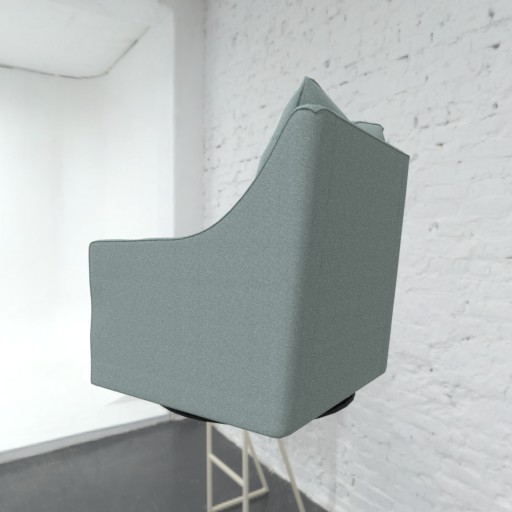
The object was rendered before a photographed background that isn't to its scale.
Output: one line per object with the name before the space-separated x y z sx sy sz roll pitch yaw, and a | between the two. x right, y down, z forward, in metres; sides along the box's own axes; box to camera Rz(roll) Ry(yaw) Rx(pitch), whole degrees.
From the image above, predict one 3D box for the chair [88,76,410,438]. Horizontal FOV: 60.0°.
chair | 0.000 0.000 1.559 0.870 0.926 0.760 1 1 35
